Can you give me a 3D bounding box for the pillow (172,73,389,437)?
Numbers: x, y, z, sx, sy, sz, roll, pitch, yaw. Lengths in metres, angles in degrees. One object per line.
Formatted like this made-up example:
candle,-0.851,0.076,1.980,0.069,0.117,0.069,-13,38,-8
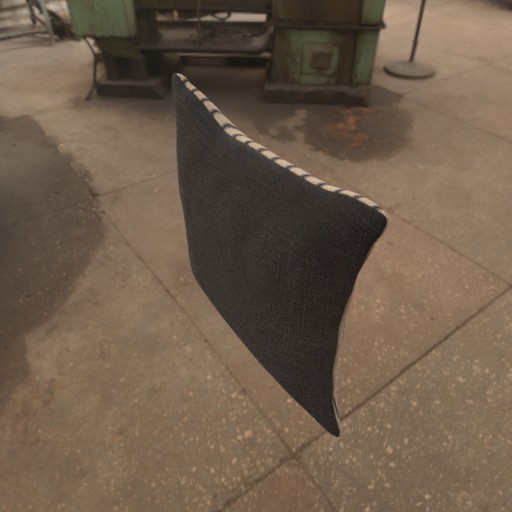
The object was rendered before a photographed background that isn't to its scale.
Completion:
pillow,0.000,0.000,0.708,0.138,0.444,0.468,-24,47,-25
